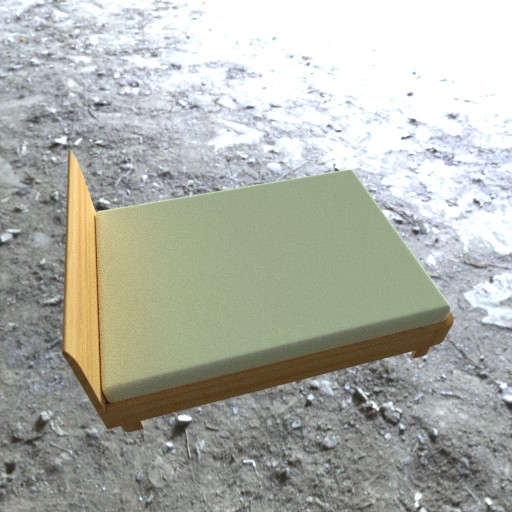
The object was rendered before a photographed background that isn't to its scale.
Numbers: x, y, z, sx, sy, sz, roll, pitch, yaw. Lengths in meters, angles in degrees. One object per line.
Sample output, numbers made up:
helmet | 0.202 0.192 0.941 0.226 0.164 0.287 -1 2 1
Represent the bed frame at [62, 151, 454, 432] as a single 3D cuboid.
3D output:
bed frame | 0.000 0.000 2.756 1.992 0.940 1.472 -11 47 -11
